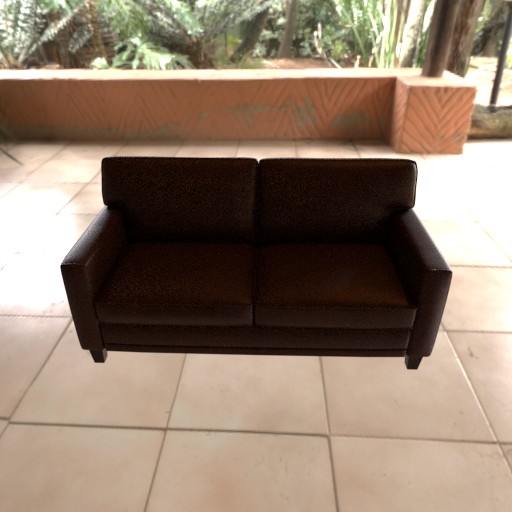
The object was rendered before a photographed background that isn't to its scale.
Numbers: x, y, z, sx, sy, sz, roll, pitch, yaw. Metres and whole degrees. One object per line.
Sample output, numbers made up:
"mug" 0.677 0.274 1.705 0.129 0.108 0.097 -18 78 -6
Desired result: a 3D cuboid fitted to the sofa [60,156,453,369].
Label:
"sofa" 0.000 0.000 2.471 1.876 0.928 0.912 1 31 1
